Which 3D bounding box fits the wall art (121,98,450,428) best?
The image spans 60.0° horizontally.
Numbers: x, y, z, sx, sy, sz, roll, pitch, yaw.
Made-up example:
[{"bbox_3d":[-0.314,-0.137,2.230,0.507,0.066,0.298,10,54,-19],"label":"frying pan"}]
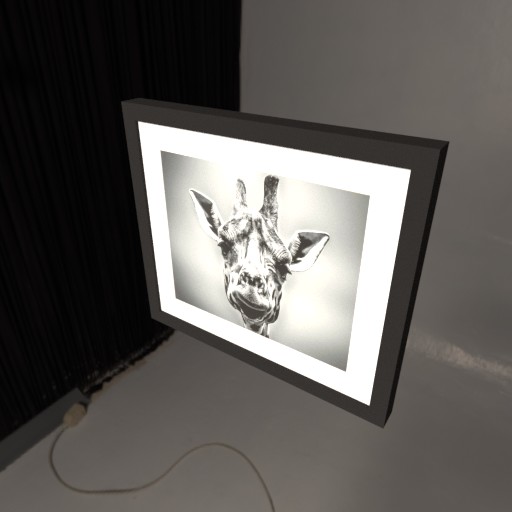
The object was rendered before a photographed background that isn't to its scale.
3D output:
[{"bbox_3d":[0.000,0.000,0.543,0.381,0.330,0.031,18,34,29],"label":"wall art"}]
